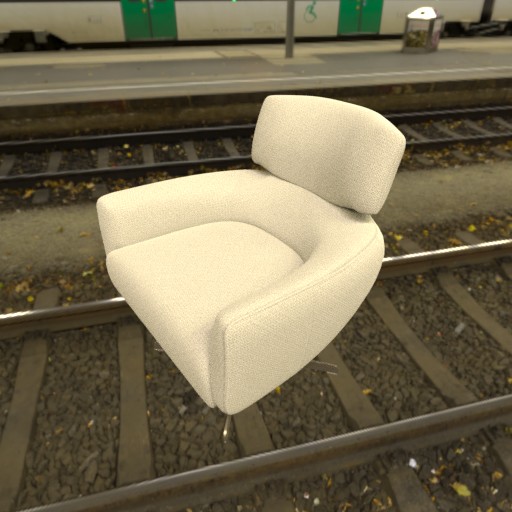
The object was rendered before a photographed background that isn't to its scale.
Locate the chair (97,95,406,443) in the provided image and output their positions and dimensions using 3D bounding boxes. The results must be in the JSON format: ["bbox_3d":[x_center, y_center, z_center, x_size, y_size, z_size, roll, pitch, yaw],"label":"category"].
[{"bbox_3d":[0.000,0.000,1.336,0.730,0.810,0.760,-21,37,-30],"label":"chair"}]
